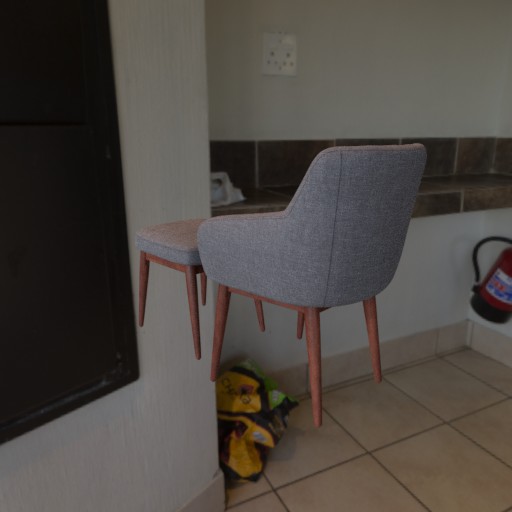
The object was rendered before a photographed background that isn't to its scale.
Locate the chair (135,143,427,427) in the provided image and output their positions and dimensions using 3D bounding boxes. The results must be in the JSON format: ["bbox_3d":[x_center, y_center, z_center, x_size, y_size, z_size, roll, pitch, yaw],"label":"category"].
[{"bbox_3d":[0.000,0.000,1.594,0.584,0.799,1.107,-15,22,-43],"label":"chair"}]
